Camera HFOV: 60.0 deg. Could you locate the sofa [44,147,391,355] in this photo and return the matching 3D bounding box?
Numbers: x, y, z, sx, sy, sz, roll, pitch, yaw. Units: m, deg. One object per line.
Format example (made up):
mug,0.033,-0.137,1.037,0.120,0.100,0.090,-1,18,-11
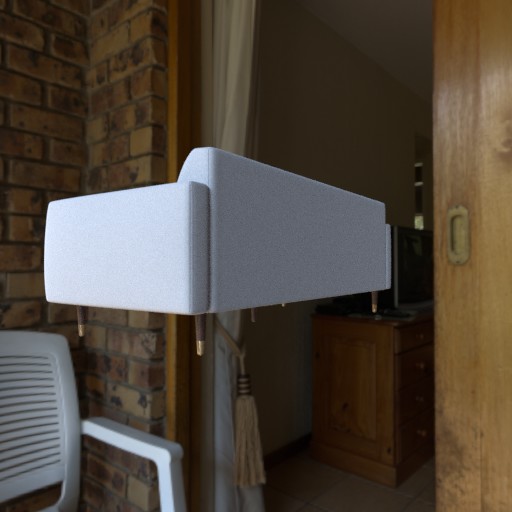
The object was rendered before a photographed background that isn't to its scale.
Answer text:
sofa,0.000,0.000,2.783,0.990,0.821,2.291,-1,-1,35
